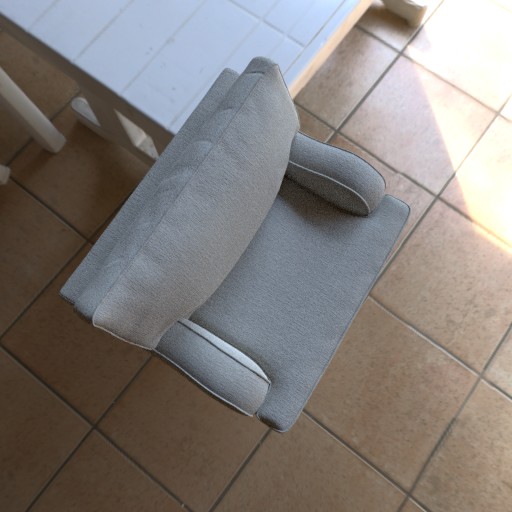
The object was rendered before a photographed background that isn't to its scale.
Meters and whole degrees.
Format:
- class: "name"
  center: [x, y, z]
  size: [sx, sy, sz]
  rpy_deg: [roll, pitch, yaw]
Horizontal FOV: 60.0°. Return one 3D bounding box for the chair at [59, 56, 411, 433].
- class: "chair"
  center: [0.000, 0.000, 2.012]
  size: [1.041, 1.016, 1.220]
  rpy_deg: [31, 77, 8]
